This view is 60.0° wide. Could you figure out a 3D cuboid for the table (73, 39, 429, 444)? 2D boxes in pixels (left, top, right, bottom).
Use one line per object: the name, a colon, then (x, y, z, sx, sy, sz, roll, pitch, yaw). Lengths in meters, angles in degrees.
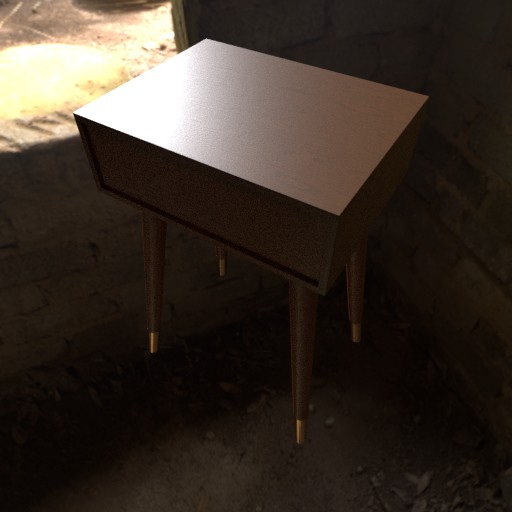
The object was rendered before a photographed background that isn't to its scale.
table: (0.000, 0.000, 0.816, 0.406, 0.599, 0.300, 25, 51, 21)
